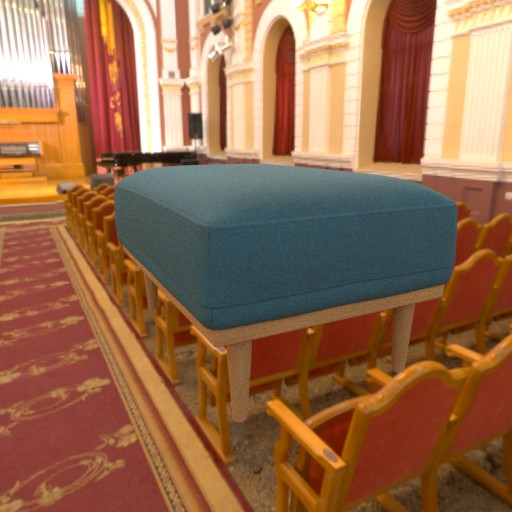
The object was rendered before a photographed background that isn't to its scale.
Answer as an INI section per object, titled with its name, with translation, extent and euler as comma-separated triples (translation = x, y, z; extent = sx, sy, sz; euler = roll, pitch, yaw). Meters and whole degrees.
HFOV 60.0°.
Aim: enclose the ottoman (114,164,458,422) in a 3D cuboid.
[ottoman]
translation = 0.000, 0.000, 1.094
extent = 0.549, 0.428, 0.749
euler = -7, 16, -26
